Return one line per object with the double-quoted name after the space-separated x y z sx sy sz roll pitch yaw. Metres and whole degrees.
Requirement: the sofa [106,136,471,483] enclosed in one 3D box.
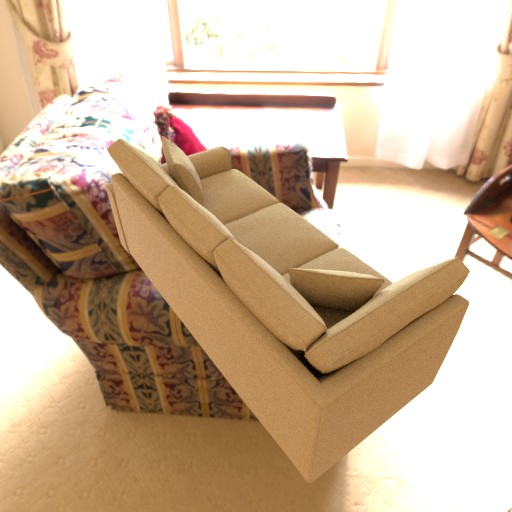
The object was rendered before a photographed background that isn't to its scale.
0.000 0.000 2.835 1.061 0.962 2.317 -25 47 -26 "sofa"
